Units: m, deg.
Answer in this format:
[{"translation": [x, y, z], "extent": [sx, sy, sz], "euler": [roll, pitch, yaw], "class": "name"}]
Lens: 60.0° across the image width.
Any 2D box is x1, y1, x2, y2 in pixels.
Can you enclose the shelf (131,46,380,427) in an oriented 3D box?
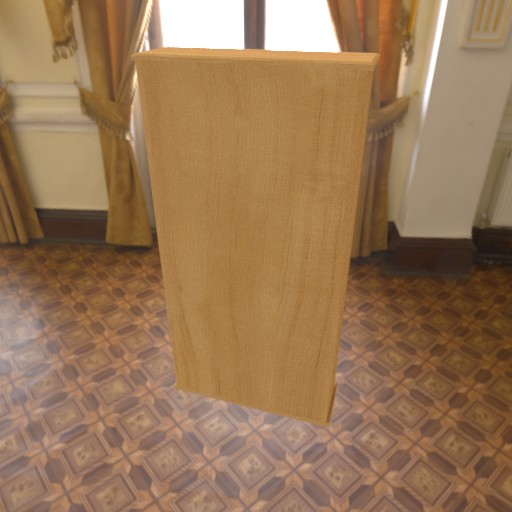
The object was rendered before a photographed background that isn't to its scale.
[{"translation": [0.000, 0.000, 1.232], "extent": [0.520, 1.030, 0.175], "euler": [9, 32, 15], "class": "shelf"}]
